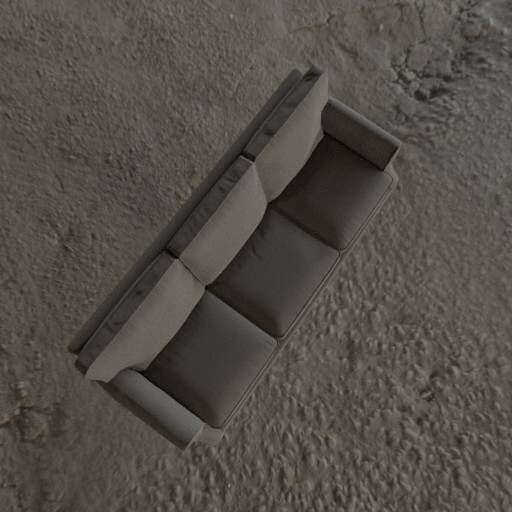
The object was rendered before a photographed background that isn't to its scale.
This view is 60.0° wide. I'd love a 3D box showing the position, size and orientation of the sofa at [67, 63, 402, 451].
[{"bbox_3d":[0.000,0.000,2.837,0.966,0.948,2.353,35,78,8],"label":"sofa"}]
